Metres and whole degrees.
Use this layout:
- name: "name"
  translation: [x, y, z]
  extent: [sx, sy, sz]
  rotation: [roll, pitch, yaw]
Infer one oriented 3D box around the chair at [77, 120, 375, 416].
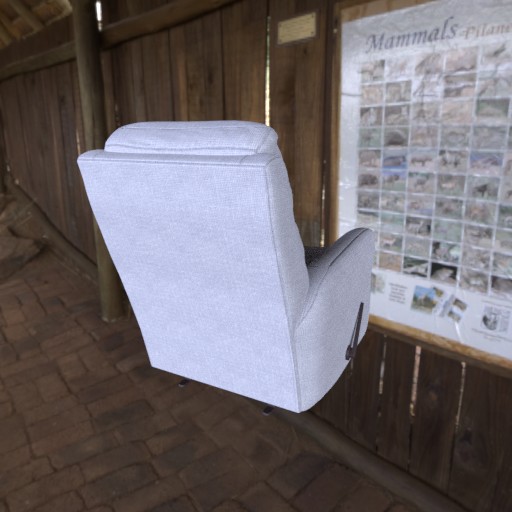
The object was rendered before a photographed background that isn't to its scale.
- name: "chair"
  translation: [0.000, 0.000, 1.793]
  extent: [0.829, 1.030, 1.080]
  rotation: [9, 18, 28]
